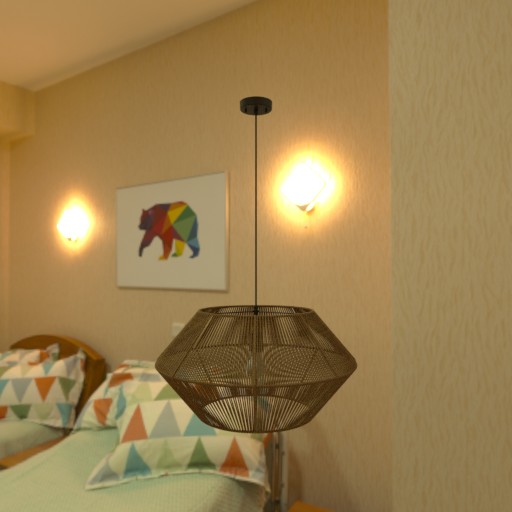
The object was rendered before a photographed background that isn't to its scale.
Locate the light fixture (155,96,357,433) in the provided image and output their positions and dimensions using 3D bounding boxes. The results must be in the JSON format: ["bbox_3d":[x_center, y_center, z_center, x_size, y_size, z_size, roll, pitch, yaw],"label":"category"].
[{"bbox_3d":[0.000,0.000,1.442,0.643,1.009,0.643,0,-2,0],"label":"light fixture"}]
